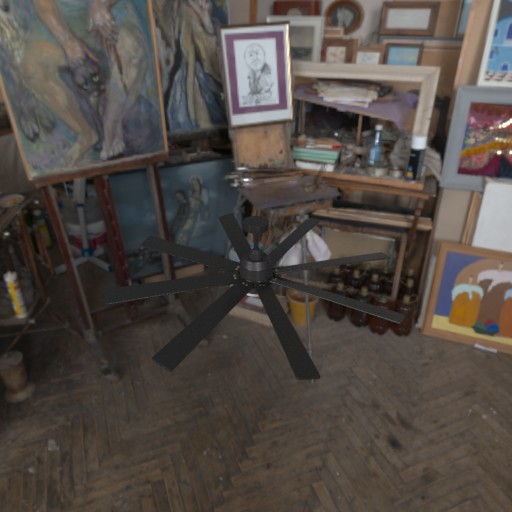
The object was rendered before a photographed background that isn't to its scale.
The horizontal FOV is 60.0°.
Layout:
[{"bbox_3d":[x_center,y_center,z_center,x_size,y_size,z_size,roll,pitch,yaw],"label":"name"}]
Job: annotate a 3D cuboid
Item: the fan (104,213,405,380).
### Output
[{"bbox_3d":[0.000,0.000,2.722,1.830,0.472,1.830,-8,31,-13],"label":"fan"}]
